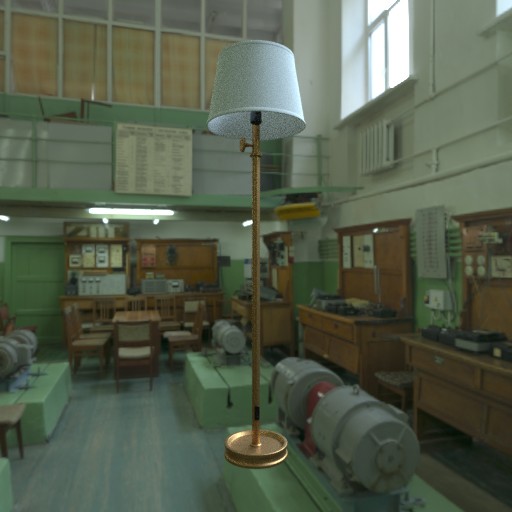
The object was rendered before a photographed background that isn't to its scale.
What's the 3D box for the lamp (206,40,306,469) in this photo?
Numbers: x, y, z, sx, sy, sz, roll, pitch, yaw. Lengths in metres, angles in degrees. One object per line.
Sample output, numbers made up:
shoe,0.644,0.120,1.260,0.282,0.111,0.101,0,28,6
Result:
lamp,0.000,0.000,0.796,0.178,0.710,0.178,0,0,0
